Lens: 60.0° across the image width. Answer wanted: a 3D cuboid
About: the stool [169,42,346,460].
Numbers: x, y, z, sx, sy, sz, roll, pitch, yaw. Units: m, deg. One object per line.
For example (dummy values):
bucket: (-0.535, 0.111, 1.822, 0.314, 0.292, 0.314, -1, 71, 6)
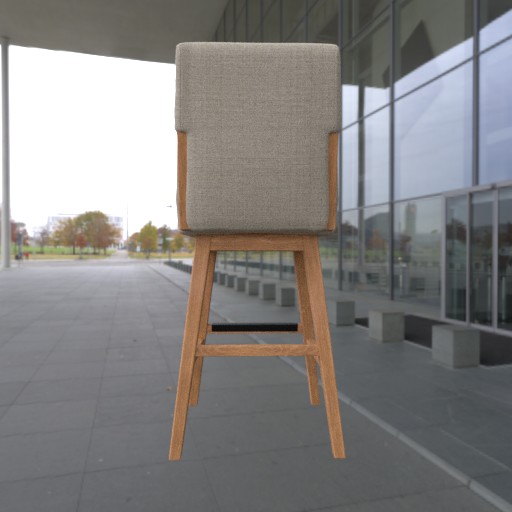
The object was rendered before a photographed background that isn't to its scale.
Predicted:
stool: (0.000, 0.000, 1.403, 0.483, 1.106, 0.569, 0, 1, -1)
